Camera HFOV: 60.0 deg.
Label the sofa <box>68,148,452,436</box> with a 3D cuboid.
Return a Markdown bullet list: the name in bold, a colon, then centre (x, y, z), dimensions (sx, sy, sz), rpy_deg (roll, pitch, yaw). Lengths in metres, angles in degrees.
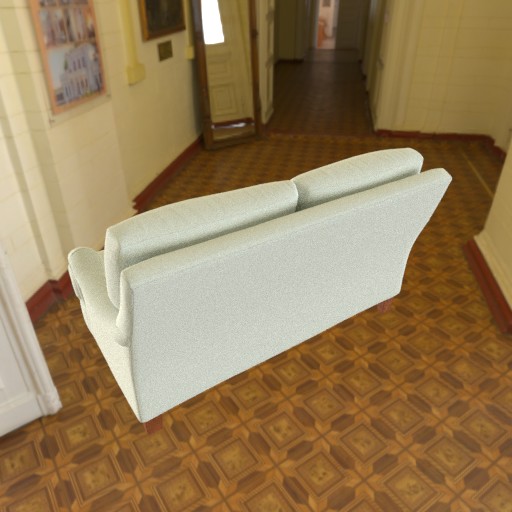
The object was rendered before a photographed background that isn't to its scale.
- **sofa**: centre (0.000, 0.000, 2.485), dimensions (1.853, 1.101, 1.084), rpy_deg (-20, 36, -29)
